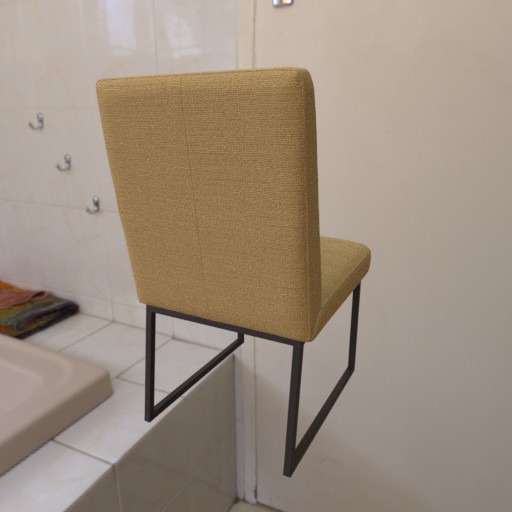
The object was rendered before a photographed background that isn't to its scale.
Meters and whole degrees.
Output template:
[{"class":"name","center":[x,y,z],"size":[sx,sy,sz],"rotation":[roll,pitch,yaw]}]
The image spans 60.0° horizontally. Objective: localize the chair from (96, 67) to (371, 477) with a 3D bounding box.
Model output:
[{"class":"chair","center":[0.000,0.000,1.267],"size":[0.520,0.930,0.634],"rotation":[9,19,27]}]
